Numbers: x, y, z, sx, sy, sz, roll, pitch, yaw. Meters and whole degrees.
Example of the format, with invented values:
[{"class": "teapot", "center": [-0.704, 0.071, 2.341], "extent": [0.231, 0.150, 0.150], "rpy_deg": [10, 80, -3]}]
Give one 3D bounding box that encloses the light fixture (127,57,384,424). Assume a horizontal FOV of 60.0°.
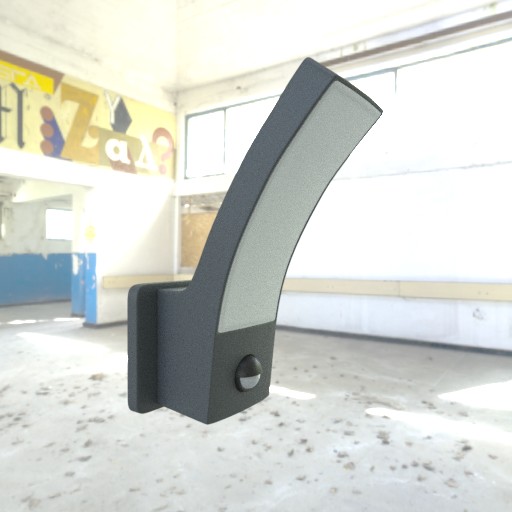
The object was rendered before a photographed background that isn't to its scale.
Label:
[{"class": "light fixture", "center": [0.000, 0.000, 0.336], "extent": [0.174, 0.243, 0.108], "rpy_deg": [0, 0, 35]}]
